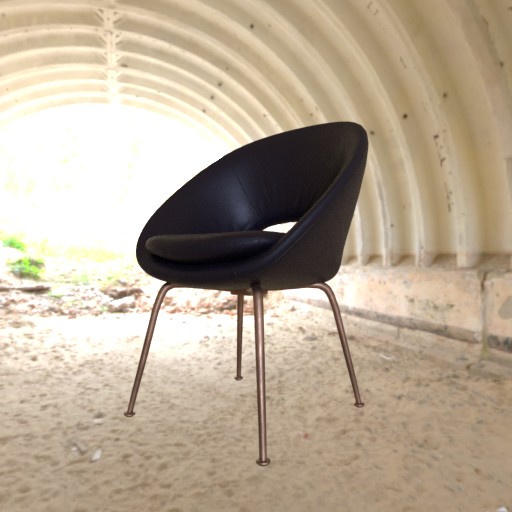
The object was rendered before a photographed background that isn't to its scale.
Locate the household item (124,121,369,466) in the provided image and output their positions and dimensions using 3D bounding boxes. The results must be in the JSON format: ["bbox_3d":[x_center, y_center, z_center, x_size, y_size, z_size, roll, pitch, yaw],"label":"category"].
[{"bbox_3d":[0.000,0.000,1.256,0.623,0.852,0.573,0,0,38],"label":"household item"}]
